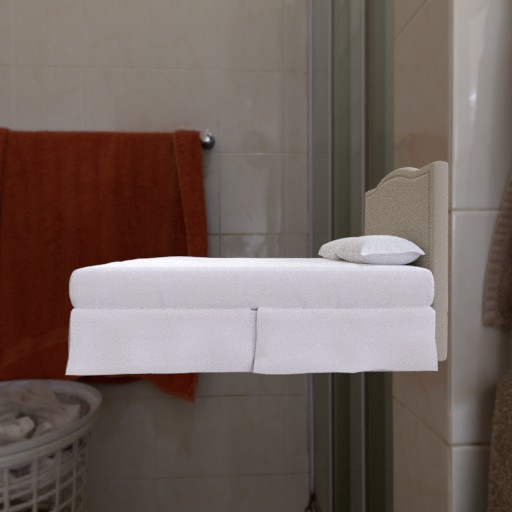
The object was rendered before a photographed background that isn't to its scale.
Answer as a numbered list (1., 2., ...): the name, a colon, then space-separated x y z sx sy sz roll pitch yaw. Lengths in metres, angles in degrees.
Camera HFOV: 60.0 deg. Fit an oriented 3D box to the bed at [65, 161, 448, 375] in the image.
1. bed: 0.000 0.000 3.706 2.477 1.437 1.977 0 1 -1
